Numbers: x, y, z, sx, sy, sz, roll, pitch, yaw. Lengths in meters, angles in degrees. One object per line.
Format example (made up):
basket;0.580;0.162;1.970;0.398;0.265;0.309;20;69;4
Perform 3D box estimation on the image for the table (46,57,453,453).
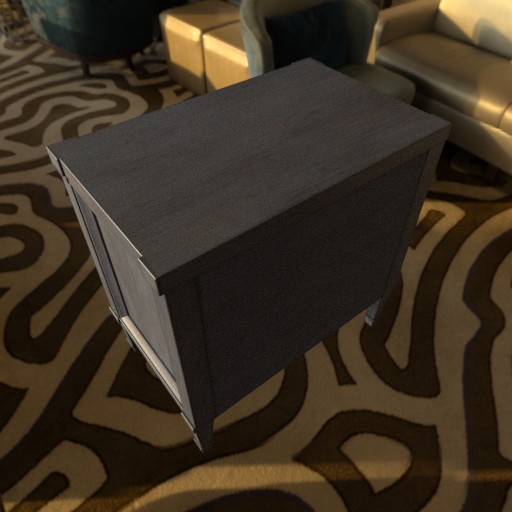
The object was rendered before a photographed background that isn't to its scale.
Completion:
table;0.000;0.000;1.076;0.660;0.660;0.413;-29;52;-26
